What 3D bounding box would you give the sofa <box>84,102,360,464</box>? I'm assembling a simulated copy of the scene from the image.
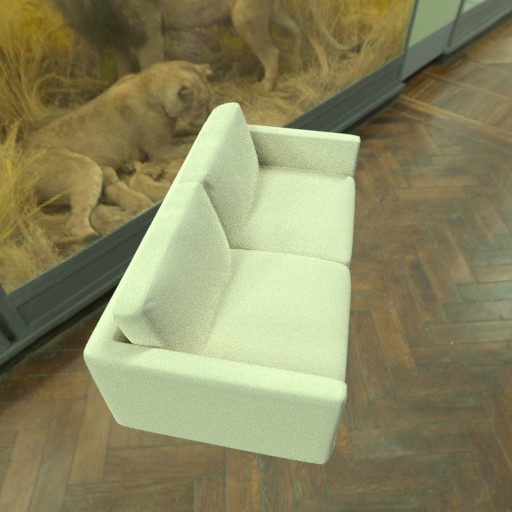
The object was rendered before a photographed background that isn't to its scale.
[{"bbox_3d":[0.000,0.000,2.238,0.964,0.888,1.702,8,46,8],"label":"sofa"}]
